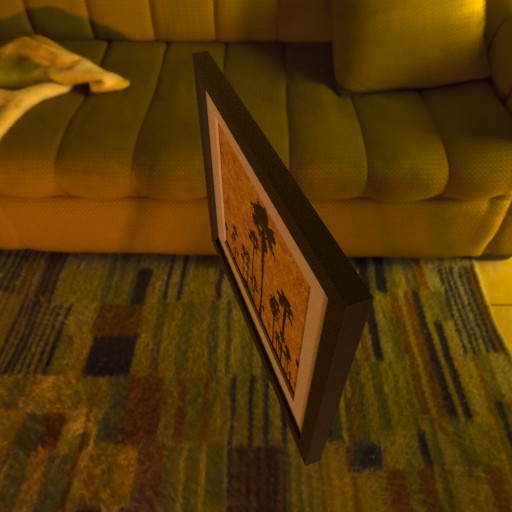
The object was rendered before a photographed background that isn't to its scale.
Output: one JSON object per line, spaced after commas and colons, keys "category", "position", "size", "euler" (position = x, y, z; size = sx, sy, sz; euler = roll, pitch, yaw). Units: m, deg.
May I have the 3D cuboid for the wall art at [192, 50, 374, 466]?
{"category": "wall art", "position": [0.000, 0.000, 0.752], "size": [0.028, 0.460, 0.561], "euler": [-15, 50, -13]}
